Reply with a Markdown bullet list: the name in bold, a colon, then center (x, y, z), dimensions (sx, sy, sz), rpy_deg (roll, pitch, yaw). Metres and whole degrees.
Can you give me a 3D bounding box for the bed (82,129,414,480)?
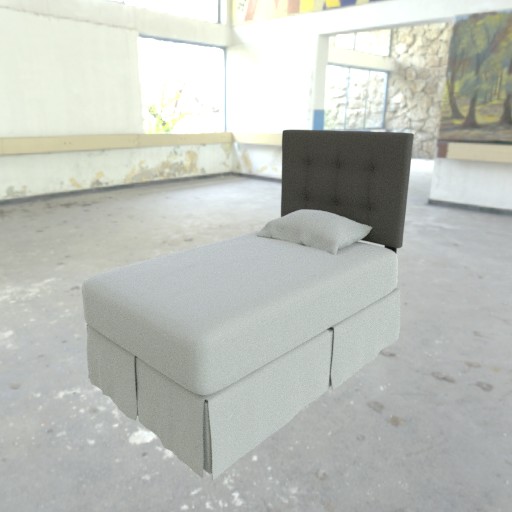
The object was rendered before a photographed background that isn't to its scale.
- **bed**: center (0.000, 0.000, 2.966), dimensions (1.261, 1.571, 1.997), rpy_deg (16, 24, 41)
